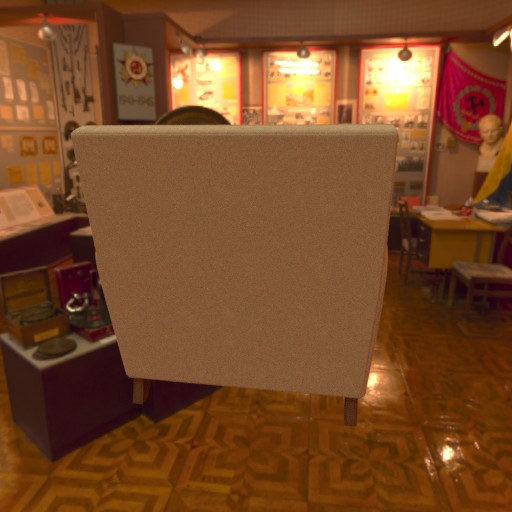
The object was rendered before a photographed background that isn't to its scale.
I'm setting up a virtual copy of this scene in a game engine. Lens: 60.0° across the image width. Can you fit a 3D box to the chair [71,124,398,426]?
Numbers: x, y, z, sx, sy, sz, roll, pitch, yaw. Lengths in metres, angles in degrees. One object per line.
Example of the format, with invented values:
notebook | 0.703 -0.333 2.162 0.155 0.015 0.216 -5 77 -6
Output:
chair | 0.000 0.000 1.524 0.840 0.846 0.871 3 15 9
